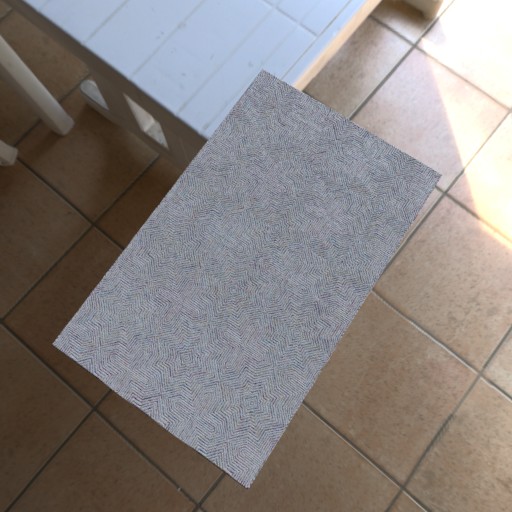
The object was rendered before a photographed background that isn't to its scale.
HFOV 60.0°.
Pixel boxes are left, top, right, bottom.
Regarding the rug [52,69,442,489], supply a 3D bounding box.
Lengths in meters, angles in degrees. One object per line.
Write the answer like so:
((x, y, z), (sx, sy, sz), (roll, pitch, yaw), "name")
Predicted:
((0.000, 0.000, 2.967), (1.519, 0.007, 2.428), (33, 79, 7), "rug")
